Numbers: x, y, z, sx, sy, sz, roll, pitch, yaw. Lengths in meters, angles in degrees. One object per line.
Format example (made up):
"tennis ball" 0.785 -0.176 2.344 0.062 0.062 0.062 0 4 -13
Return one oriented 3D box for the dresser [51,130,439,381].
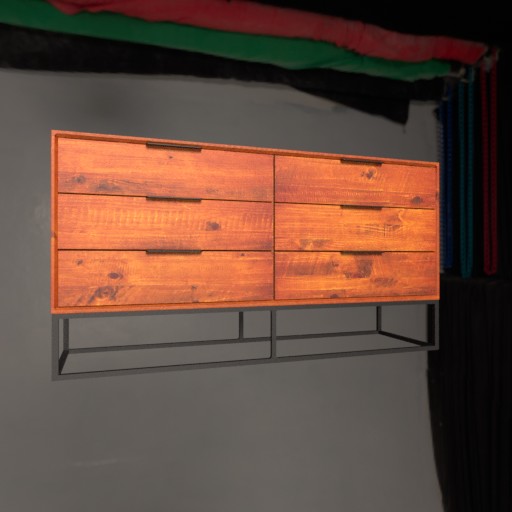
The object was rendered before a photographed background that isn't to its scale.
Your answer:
"dresser" 0.000 0.000 1.871 1.536 0.810 0.464 0 0 -19
